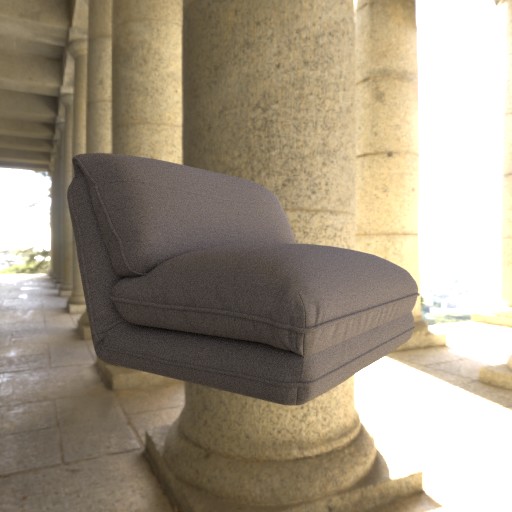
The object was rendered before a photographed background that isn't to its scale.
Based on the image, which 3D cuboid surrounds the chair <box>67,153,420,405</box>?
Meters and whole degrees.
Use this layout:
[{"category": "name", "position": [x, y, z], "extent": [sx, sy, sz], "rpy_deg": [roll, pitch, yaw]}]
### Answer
[{"category": "chair", "position": [0.000, 0.000, 1.337], "extent": [0.780, 0.580, 0.820], "rpy_deg": [1, 1, 34]}]
